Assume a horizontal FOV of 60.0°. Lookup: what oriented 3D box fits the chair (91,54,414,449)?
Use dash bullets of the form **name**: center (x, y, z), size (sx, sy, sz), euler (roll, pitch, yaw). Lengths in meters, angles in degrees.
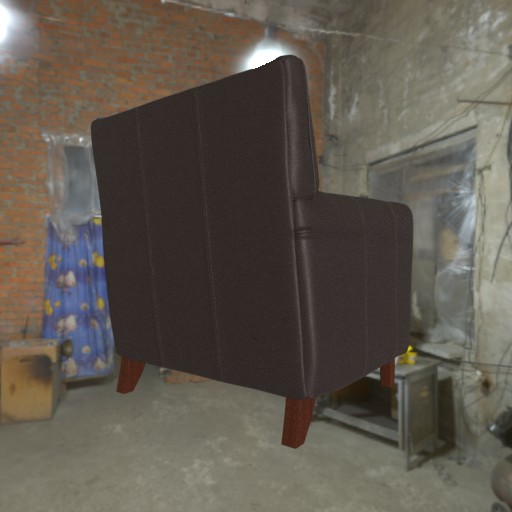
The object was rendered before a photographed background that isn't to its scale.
- **chair**: center (0.000, 0.000, 1.564), size (0.870, 0.943, 0.825), euler (0, 0, 38)
